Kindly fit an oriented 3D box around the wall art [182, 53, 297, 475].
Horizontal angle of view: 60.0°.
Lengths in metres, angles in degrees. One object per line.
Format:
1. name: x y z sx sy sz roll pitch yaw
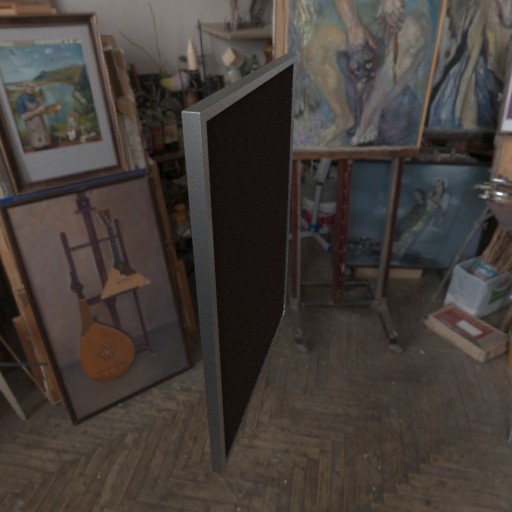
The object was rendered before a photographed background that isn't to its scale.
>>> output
1. wall art: 0.000 0.000 1.380 0.037 1.062 0.801 9 33 14
